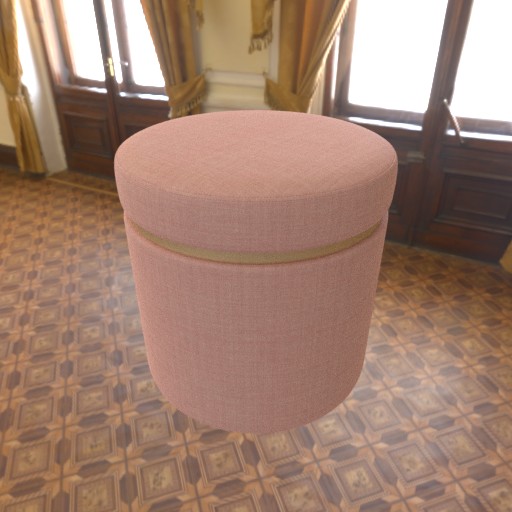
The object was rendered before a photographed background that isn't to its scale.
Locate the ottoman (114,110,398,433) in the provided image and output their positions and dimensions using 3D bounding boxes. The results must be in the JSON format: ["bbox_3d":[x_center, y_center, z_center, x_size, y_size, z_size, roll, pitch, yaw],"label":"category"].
[{"bbox_3d":[0.000,0.000,0.735,0.400,0.406,0.400,0,31,0],"label":"ottoman"}]
